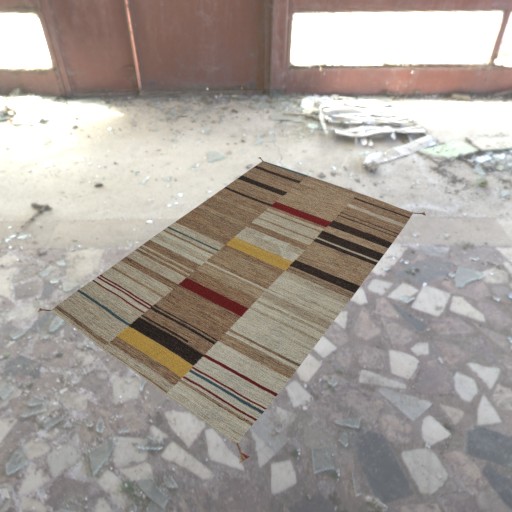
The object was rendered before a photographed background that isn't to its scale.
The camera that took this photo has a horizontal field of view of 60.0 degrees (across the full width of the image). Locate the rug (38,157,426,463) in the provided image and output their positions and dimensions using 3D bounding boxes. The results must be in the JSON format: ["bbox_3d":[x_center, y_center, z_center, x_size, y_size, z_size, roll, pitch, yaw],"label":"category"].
[{"bbox_3d":[0.000,0.000,2.446,1.268,0.007,1.918,25,47,26],"label":"rug"}]
